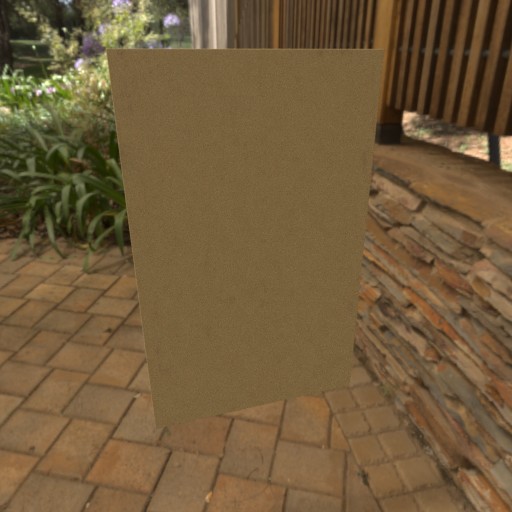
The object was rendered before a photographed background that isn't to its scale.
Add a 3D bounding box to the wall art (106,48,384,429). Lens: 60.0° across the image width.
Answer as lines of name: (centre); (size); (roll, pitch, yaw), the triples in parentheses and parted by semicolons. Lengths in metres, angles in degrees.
wall art: (0.000, 0.000, 0.957); (0.510, 0.810, 0.039); (-7, 26, -16)
